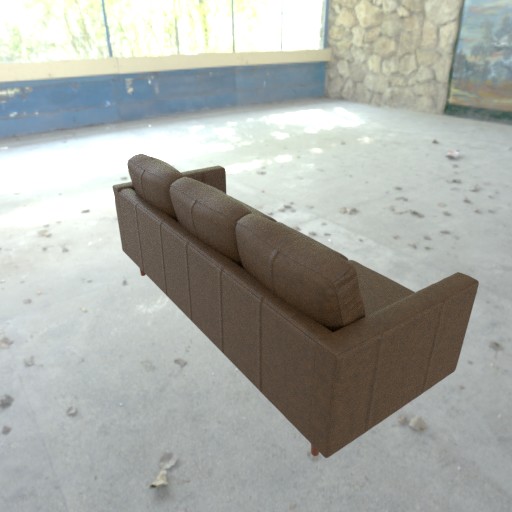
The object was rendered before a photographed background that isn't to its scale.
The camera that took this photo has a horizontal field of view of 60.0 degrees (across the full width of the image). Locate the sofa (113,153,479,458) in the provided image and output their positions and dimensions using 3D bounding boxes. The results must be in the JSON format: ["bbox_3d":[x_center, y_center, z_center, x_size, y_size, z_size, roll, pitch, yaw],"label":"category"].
[{"bbox_3d":[0.000,0.000,2.639,0.903,0.930,2.231,-18,32,-31],"label":"sofa"}]
